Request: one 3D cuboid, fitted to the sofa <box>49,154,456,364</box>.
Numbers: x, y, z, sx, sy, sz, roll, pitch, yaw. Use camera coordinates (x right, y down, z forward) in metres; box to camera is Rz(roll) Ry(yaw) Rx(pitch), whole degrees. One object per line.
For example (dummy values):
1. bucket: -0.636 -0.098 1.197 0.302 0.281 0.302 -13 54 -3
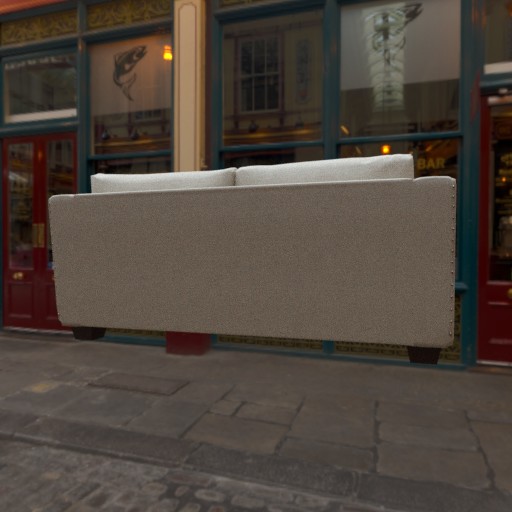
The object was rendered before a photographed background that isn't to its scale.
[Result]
1. sofa: 0.000 0.000 2.695 2.107 0.983 1.104 0 0 18
